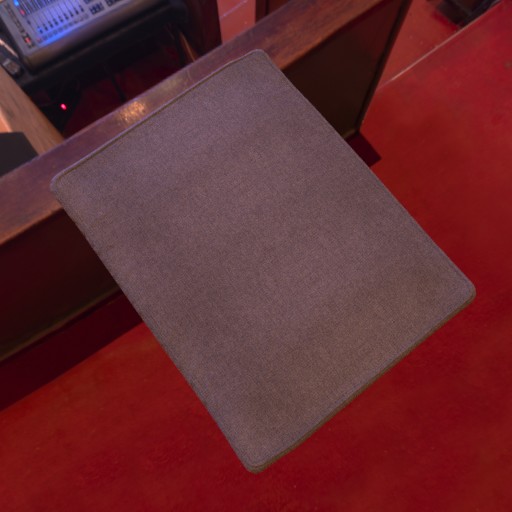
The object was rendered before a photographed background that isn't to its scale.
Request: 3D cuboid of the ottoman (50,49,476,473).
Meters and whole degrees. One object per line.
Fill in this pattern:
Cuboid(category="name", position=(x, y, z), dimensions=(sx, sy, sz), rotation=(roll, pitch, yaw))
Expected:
Cuboid(category="ottoman", position=(0.000, 0.000, 1.205), dimensions=(0.652, 0.492, 0.833), rotation=(-37, 79, -8))
